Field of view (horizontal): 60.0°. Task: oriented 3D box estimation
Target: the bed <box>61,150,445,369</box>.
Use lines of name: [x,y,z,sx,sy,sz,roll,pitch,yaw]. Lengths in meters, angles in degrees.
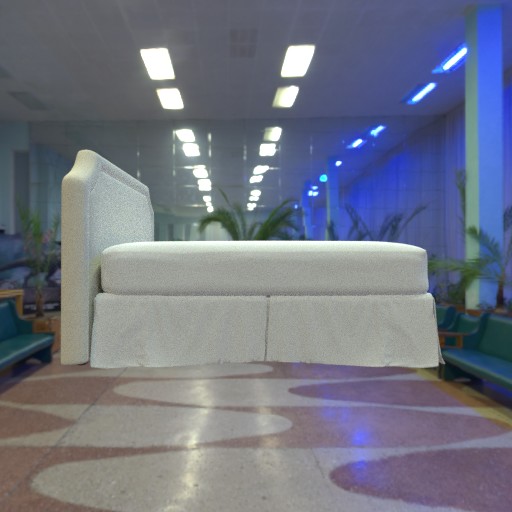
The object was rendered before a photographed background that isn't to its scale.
bed: [0.000,0.000,3.374,2.209,1.296,1.827,0,0,-1]
